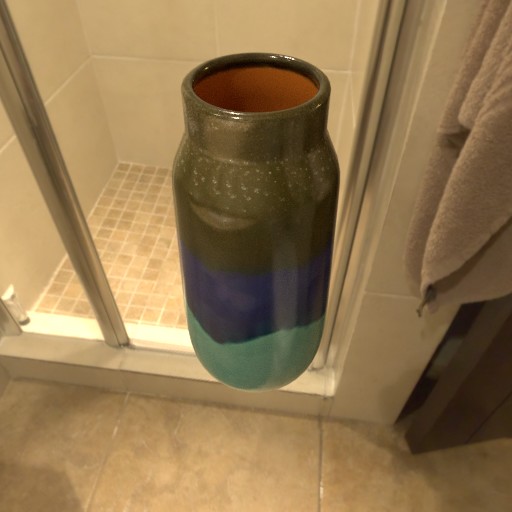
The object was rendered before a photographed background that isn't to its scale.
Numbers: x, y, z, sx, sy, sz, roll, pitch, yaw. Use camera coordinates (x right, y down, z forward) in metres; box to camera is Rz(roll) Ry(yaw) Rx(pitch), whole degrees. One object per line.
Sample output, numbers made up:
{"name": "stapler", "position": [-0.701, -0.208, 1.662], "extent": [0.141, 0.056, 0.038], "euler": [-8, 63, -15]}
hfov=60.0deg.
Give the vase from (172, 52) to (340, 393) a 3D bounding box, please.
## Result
{"name": "vase", "position": [0.000, 0.000, 0.386], "extent": [0.139, 0.313, 0.139], "euler": [0, 46, 0]}
